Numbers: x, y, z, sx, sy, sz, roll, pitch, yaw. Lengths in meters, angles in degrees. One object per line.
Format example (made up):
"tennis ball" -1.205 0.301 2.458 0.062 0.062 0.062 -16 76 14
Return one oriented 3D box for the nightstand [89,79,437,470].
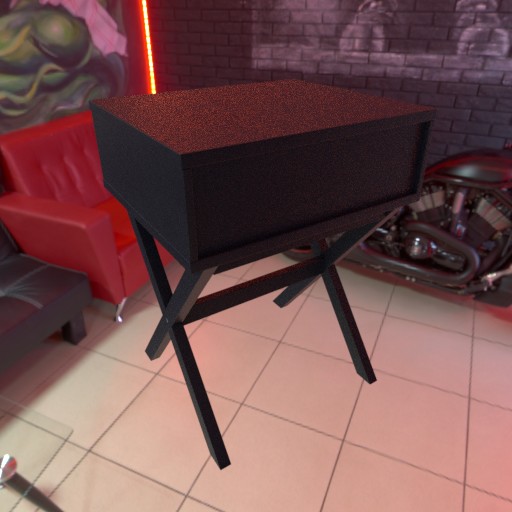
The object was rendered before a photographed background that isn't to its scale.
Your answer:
"nightstand" 0.000 0.000 0.943 0.479 0.623 0.402 -18 34 -28
